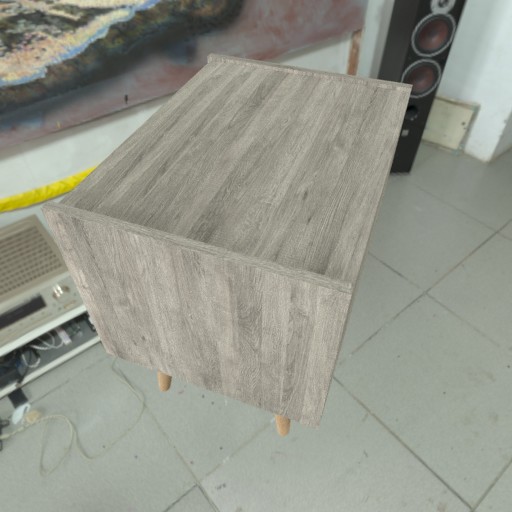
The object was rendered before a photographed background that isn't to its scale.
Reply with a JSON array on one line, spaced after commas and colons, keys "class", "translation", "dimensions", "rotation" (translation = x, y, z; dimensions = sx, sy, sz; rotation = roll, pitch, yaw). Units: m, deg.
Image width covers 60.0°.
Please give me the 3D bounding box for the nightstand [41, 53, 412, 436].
[{"class": "nightstand", "translation": [0.000, 0.000, 0.814], "dimensions": [0.380, 0.500, 0.480], "rotation": [15, 48, 14]}]
